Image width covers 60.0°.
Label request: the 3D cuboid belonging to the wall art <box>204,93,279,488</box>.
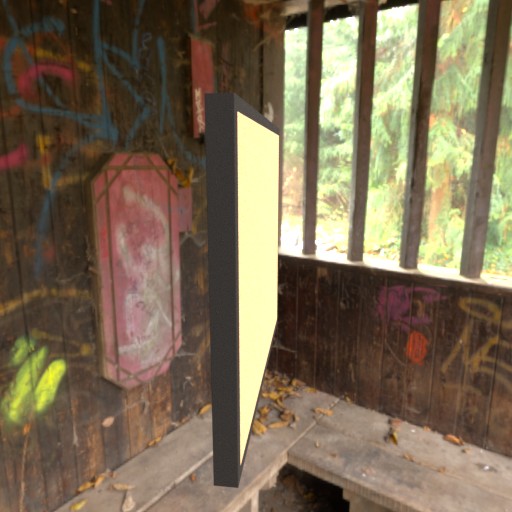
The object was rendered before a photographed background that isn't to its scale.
[{"bbox_3d":[0.000,0.000,0.759,0.030,0.454,0.554,2,13,7],"label":"wall art"}]
